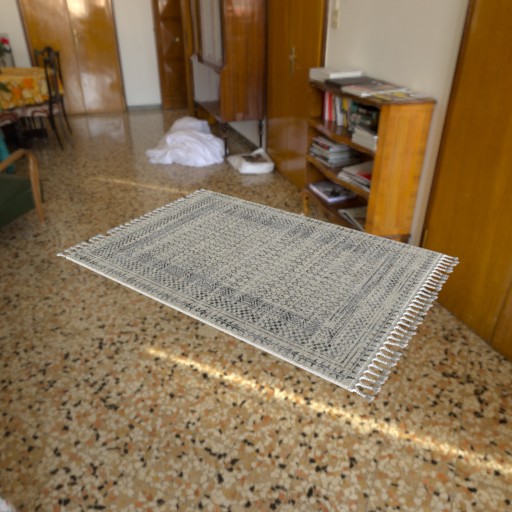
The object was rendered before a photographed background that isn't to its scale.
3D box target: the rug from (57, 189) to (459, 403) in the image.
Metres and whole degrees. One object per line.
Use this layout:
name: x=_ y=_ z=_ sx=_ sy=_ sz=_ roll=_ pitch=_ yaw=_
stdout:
rug: x=0.000 y=0.000 z=2.440 sx=1.872 sy=0.013 sz=1.243 roll=19 pitch=35 yaw=30
